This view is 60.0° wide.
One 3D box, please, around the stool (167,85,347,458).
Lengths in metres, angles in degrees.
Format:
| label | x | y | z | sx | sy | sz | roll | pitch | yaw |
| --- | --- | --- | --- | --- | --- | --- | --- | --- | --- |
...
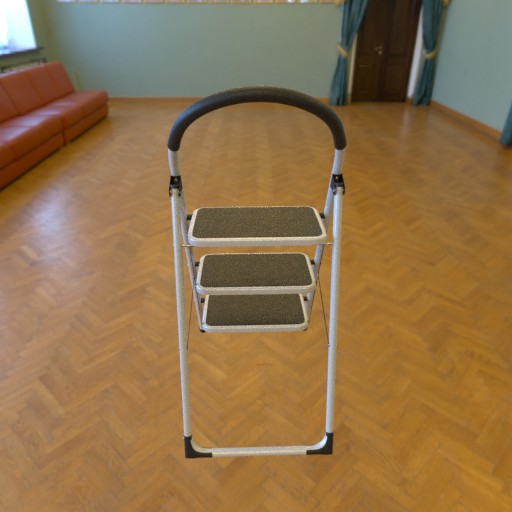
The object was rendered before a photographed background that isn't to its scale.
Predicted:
| label | x | y | z | sx | sy | sz | roll | pitch | yaw |
| --- | --- | --- | --- | --- | --- | --- | --- | --- | --- |
| stool | 0.000 | 0.000 | 1.449 | 0.485 | 1.109 | 0.676 | -1 | 29 | -2 |
